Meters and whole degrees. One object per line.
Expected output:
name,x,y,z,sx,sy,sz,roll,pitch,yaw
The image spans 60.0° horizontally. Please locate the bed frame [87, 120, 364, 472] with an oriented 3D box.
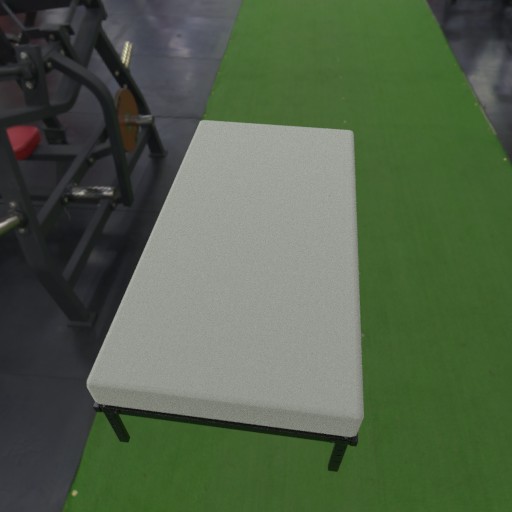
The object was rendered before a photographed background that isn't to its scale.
bed frame,0.000,0.000,3.247,1.393,0.680,2.635,6,46,5
